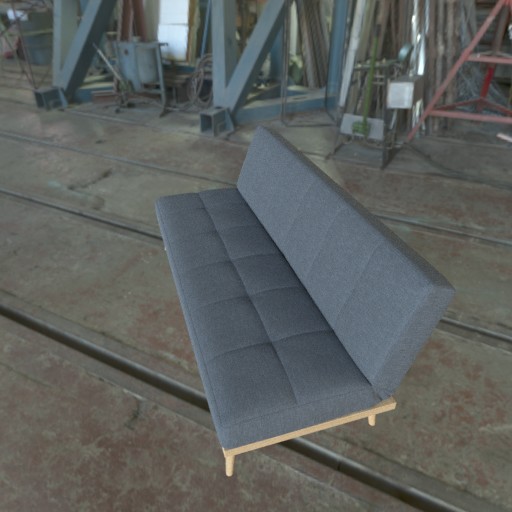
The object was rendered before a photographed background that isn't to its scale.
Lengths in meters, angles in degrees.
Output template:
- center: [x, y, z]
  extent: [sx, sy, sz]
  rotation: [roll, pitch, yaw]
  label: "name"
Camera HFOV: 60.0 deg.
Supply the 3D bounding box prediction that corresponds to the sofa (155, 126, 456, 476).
- center: [0.000, 0.000, 2.231]
  extent: [0.820, 0.770, 1.820]
  rotation: [-10, 34, -15]
  label: "sofa"
